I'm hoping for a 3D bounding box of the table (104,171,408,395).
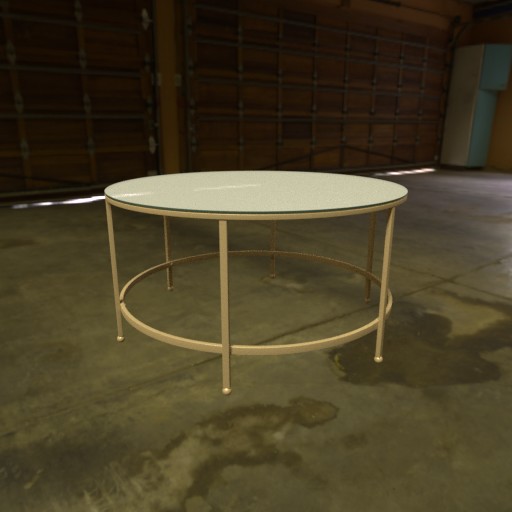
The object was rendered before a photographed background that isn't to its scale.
[{"bbox_3d":[0.000,0.000,1.472,0.914,0.470,0.914,0,16,0],"label":"table"}]
